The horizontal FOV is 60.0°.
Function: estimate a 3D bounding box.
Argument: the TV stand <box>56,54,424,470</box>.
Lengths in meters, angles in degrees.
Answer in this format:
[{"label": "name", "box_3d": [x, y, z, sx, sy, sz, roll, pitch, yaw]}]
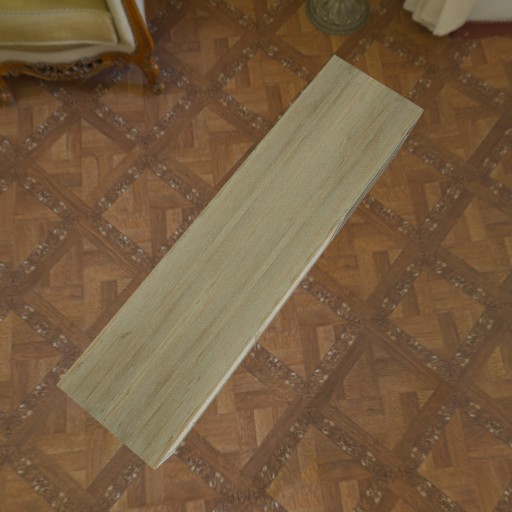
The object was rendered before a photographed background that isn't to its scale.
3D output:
[{"label": "TV stand", "box_3d": [0.000, 0.000, 1.844, 0.420, 0.550, 1.600, 36, 78, 9]}]
